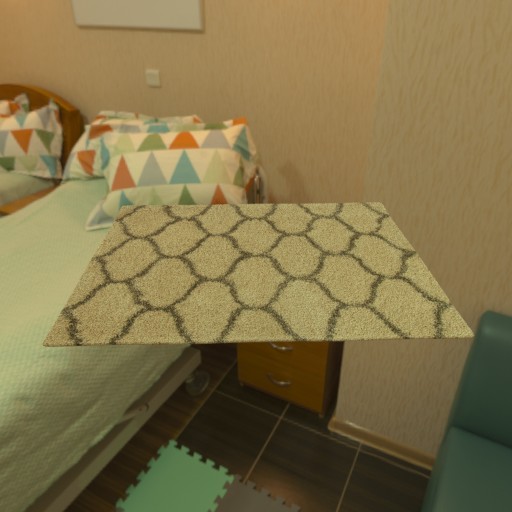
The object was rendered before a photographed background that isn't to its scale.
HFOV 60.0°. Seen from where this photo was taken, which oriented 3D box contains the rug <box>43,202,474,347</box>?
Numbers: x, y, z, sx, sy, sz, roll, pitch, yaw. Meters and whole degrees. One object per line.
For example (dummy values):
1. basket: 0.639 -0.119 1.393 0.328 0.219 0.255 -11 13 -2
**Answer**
1. rug: 0.000 0.000 4.089 3.000 0.026 2.399 -1 30 -1
